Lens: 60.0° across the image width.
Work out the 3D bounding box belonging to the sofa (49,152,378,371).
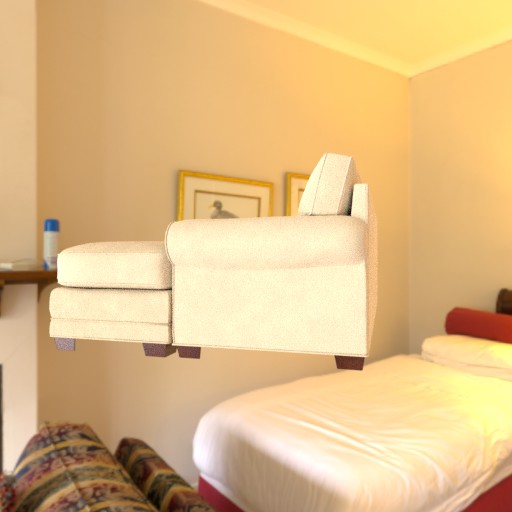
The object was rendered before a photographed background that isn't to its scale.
[{"bbox_3d":[0.000,0.000,2.367,1.226,0.734,1.770,0,0,16],"label":"sofa"}]
